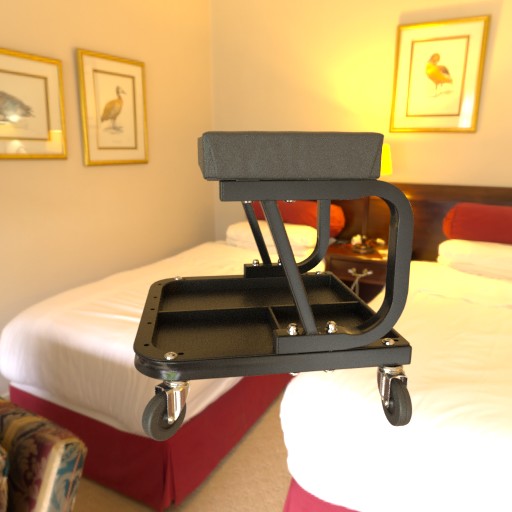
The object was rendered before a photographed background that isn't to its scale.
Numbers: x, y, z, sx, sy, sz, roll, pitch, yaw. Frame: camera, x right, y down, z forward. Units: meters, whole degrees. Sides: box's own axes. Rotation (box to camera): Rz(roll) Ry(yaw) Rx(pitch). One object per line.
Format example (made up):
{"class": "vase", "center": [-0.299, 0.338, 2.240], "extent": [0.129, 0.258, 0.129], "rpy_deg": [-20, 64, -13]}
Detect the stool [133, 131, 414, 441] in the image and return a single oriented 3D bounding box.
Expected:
{"class": "stool", "center": [0.000, 0.000, 0.718], "extent": [0.371, 0.380, 0.446], "rpy_deg": [-2, 14, -8]}
